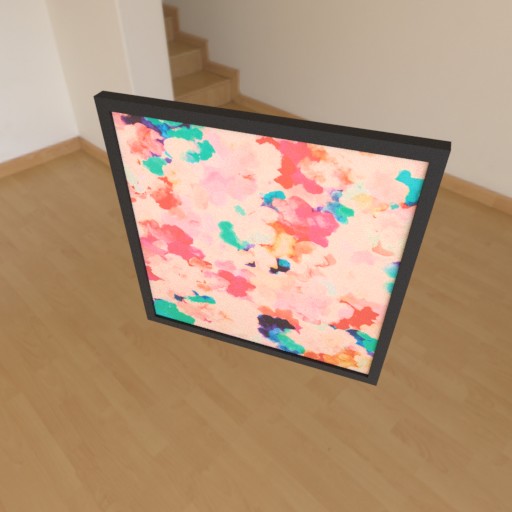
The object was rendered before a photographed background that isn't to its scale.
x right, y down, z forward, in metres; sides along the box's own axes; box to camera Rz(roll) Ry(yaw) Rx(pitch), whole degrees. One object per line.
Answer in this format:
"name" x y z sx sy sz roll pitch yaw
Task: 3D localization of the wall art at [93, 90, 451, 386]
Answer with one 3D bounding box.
"wall art" 0.000 0.000 0.466 0.306 0.304 0.015 13 43 15
